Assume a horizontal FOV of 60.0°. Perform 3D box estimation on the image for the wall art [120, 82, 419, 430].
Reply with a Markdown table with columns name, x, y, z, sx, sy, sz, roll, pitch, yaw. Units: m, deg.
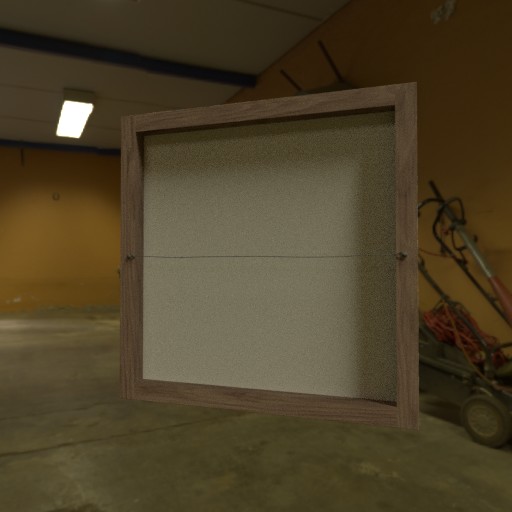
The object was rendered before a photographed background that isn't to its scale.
| name | x | y | z | sx | sy | sz | roll | pitch | yaw |
| --- | --- | --- | --- | --- | --- | --- | --- | --- | --- |
| wall art | 0.000 | 0.000 | 0.889 | 0.609 | 0.613 | 0.041 | 0 | -1 | 18 |
